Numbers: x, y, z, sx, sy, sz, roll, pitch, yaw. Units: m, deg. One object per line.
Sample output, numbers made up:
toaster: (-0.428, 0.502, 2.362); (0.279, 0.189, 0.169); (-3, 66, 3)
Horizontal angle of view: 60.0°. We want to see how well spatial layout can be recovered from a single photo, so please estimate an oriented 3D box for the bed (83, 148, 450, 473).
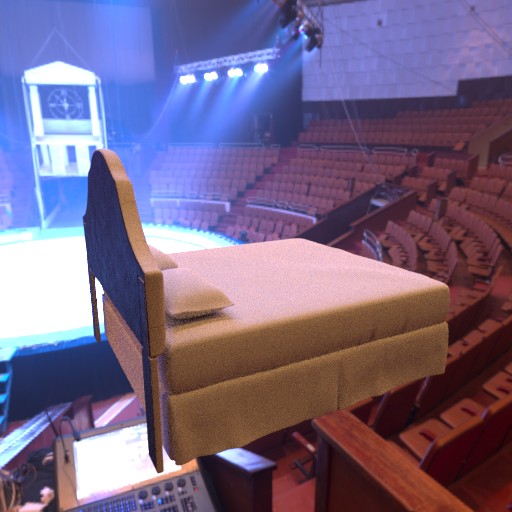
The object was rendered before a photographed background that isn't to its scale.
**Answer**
bed: (0.000, 0.000, 3.417); (2.214, 1.615, 2.008); (-7, 16, -28)
